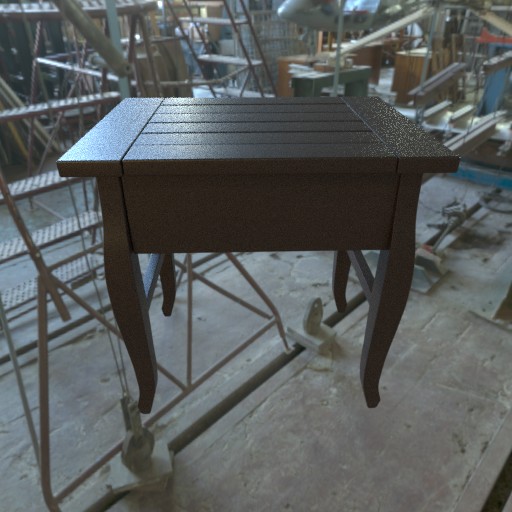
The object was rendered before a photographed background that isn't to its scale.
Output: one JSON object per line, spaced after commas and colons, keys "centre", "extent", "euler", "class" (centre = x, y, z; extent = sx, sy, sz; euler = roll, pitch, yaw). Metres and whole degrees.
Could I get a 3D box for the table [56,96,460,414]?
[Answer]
{"centre": [0.000, 0.000, 1.007], "extent": [0.602, 0.605, 0.460], "euler": [-1, 31, -2], "class": "table"}
